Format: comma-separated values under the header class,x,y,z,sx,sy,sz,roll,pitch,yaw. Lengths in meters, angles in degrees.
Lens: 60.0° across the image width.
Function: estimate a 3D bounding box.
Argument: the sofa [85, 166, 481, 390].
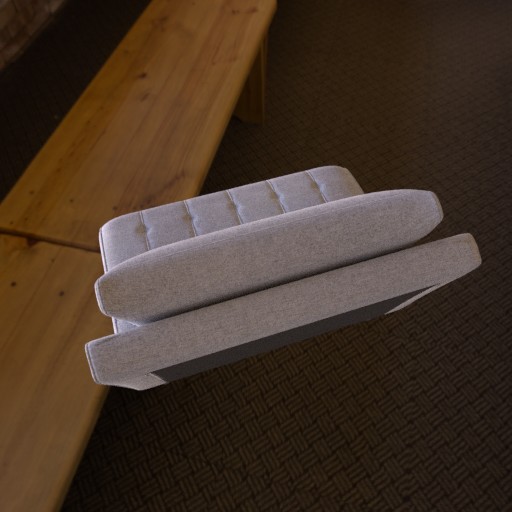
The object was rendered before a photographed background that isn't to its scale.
class,x,y,z,sx,sy,sz,roll,pitch,yaw
sofa,0.000,0.000,1.791,1.220,0.910,0.910,-15,58,-10
